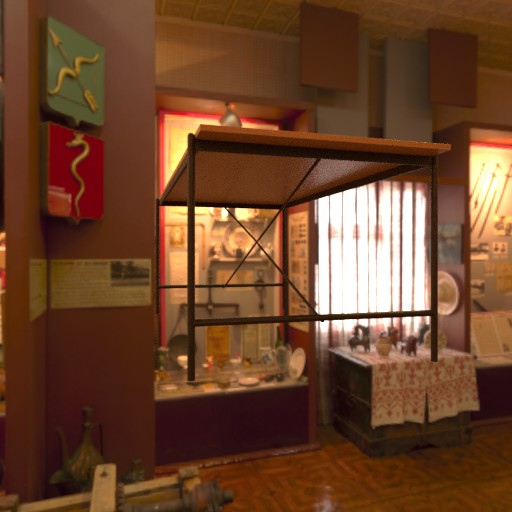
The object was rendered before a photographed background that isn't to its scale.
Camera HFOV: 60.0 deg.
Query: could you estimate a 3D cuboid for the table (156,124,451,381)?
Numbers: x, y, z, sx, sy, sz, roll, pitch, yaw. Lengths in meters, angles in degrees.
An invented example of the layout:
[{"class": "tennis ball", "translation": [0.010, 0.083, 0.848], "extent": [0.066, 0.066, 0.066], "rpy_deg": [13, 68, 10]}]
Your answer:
[{"class": "table", "translation": [0.000, 0.000, 2.248], "extent": [0.900, 0.758, 1.800], "rpy_deg": [0, 0, -16]}]
